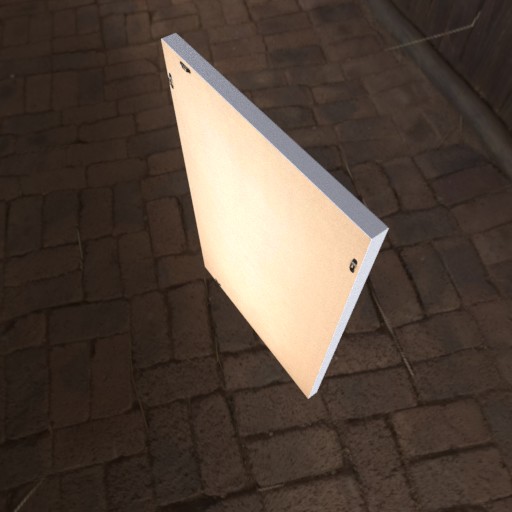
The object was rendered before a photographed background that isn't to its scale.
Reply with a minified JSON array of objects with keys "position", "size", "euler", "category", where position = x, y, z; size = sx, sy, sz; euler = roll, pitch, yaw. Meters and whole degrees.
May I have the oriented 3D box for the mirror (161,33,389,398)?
[{"position":[0.000,0.000,1.165],"size":[0.041,0.914,0.609],"euler":[-32,63,-18],"category":"mirror"}]
